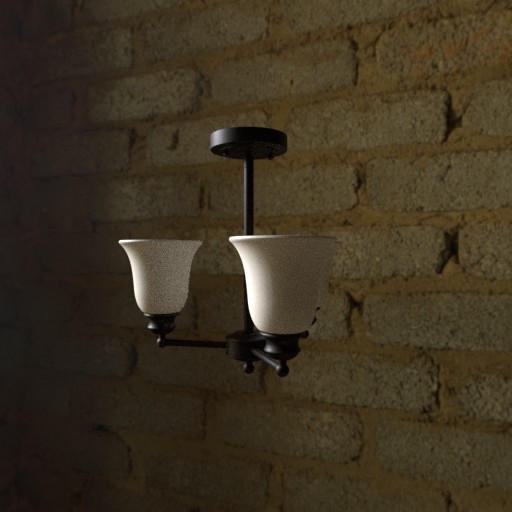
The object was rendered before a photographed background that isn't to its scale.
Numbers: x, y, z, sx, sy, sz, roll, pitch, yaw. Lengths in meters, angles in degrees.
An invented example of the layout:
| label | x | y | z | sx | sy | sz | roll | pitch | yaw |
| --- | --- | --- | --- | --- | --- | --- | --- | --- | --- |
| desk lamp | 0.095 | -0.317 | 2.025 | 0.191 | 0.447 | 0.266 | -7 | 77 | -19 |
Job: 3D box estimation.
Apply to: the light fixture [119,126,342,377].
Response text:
| label | x | y | z | sx | sy | sz | roll | pitch | yaw |
| --- | --- | --- | --- | --- | --- | --- | --- | --- | --- |
| light fixture | 0.000 | 0.000 | 0.659 | 0.388 | 0.370 | 0.354 | 0 | 1 | -18 |
